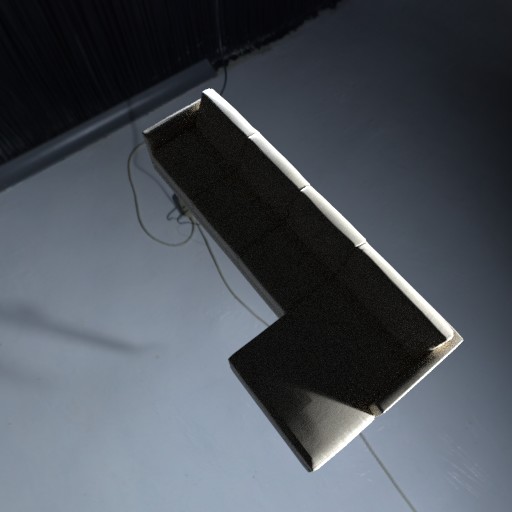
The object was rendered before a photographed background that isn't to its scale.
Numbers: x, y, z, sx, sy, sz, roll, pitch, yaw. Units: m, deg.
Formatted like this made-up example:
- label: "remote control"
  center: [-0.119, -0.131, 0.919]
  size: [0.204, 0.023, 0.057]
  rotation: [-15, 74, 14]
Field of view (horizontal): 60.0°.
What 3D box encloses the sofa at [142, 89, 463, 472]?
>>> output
- label: "sofa"
  center: [0.000, 0.000, 4.187]
  size: [1.603, 0.954, 3.471]
  rotation: [-35, 69, -16]
